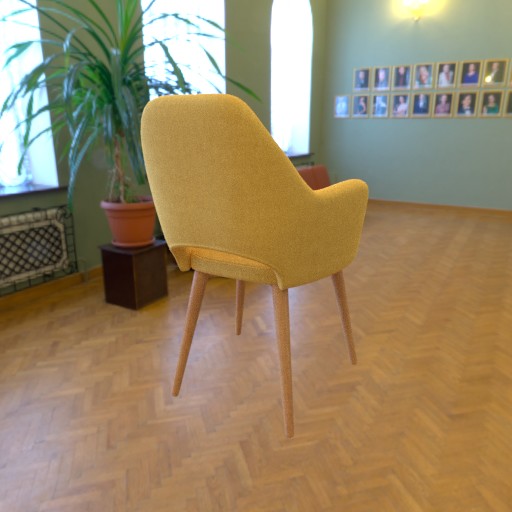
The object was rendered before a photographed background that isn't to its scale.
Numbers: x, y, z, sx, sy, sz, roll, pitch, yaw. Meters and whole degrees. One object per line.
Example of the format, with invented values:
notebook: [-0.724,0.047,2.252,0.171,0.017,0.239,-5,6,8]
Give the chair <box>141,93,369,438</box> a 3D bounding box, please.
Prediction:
chair: [0.000,0.000,1.268,0.590,0.840,0.610,9,18,28]
